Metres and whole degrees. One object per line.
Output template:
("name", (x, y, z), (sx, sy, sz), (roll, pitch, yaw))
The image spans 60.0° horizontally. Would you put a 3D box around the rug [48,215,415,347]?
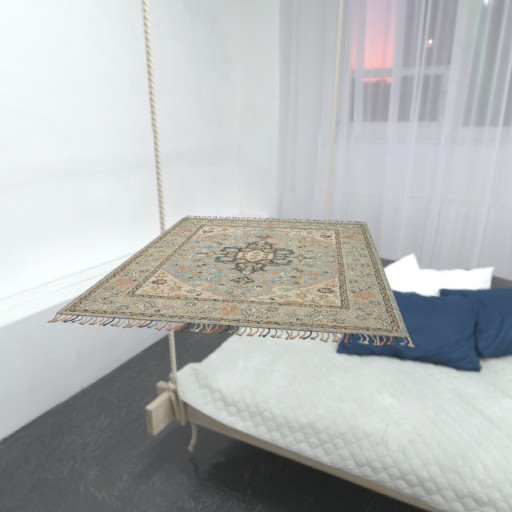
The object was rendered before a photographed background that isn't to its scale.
("rug", (0.000, 0.000, 4.304), (2.379, 0.011, 3.221), (3, 18, 8))
